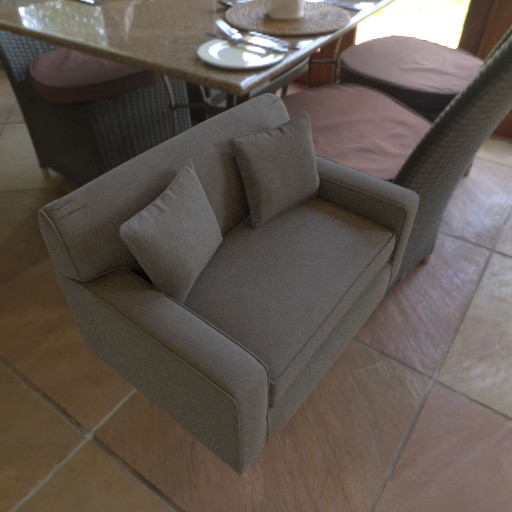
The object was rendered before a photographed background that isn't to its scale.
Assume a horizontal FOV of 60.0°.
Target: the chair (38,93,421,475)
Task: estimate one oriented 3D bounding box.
[{"bbox_3d":[0.000,0.000,2.023,0.992,0.953,1.395,28,49,27],"label":"chair"}]
